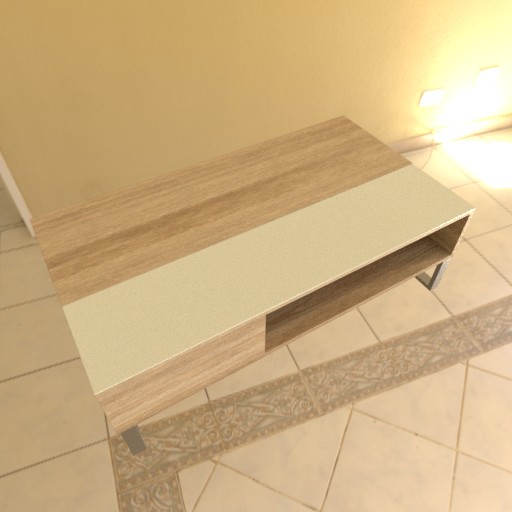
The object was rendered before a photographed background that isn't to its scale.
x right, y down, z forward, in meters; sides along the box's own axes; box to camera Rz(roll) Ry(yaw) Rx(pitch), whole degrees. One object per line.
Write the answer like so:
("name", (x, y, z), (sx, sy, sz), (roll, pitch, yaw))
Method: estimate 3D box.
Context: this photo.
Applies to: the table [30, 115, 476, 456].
("table", (0.000, 0.000, 1.369), (1.100, 0.350, 0.600), (-23, 51, -21))
